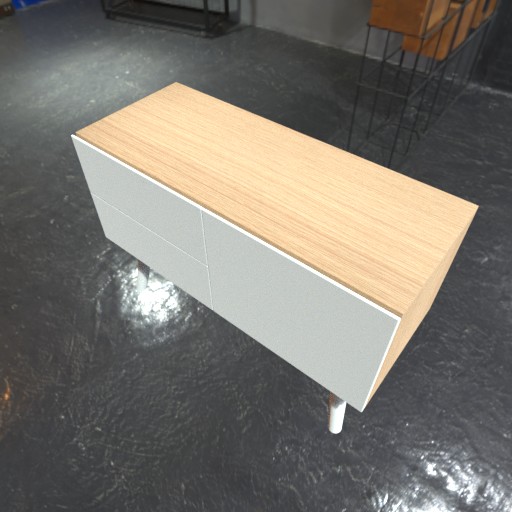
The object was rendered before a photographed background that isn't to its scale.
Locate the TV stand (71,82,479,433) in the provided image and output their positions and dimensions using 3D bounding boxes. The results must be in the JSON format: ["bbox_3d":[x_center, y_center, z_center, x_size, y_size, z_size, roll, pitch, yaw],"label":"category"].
[{"bbox_3d":[0.000,0.000,1.365,0.991,0.660,0.407,30,54,25],"label":"TV stand"}]
